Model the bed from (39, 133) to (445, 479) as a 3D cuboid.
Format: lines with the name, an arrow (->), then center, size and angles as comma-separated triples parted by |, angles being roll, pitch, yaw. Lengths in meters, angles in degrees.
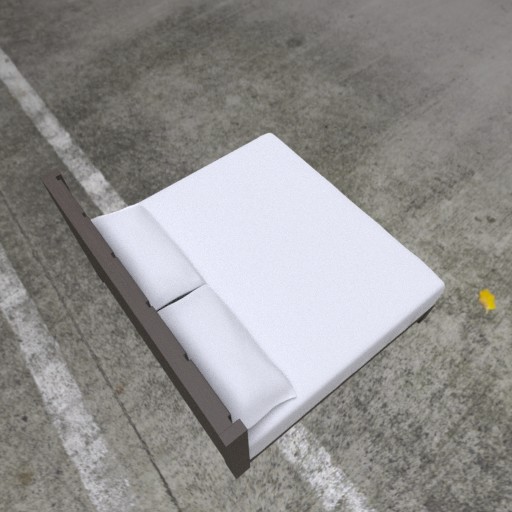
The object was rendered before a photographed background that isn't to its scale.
bed -> 0.000, 0.000, 3.372 | 2.012, 1.270, 2.134 | -33, 63, -19
